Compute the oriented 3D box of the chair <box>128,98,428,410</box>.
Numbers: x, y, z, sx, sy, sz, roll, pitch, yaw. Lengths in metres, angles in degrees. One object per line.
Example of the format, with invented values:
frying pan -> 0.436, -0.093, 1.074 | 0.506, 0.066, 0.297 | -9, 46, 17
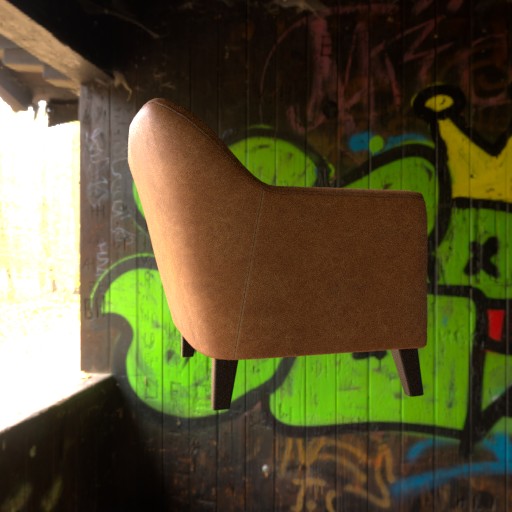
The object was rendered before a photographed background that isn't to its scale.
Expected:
chair -> 0.000, 0.000, 1.868 | 1.034, 0.980, 1.037 | 0, 0, -17
